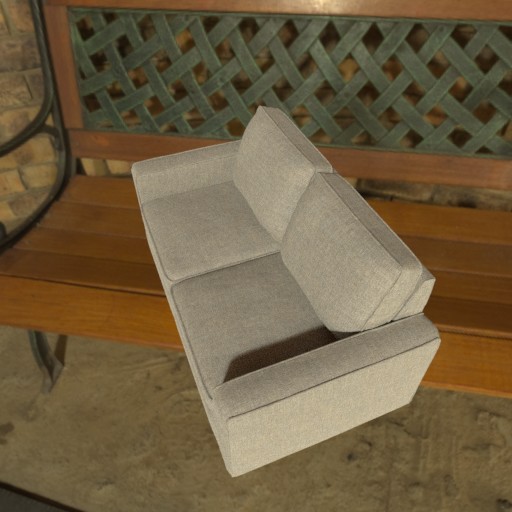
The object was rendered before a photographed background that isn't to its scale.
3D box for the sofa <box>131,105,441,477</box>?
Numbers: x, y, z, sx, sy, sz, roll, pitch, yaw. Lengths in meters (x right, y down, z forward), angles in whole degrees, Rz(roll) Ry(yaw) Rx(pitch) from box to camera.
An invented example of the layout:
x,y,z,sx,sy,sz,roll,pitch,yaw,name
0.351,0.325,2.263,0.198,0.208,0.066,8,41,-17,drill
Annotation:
x,y,z,sx,sy,sz,roll,pitch,yaw,name
0.000,0.000,2.274,0.945,0.915,1.706,-16,48,-15,sofa
